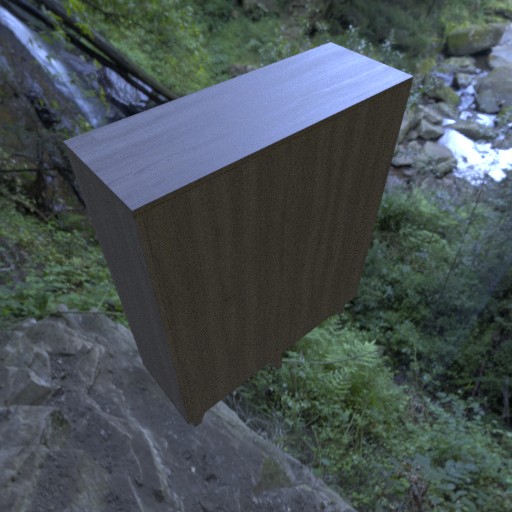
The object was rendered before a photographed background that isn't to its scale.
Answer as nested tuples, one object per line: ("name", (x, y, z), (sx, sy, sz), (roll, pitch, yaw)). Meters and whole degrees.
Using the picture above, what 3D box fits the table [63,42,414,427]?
("table", (0.000, 0.000, 1.910), (1.111, 1.388, 0.398), (-32, 54, -26))
